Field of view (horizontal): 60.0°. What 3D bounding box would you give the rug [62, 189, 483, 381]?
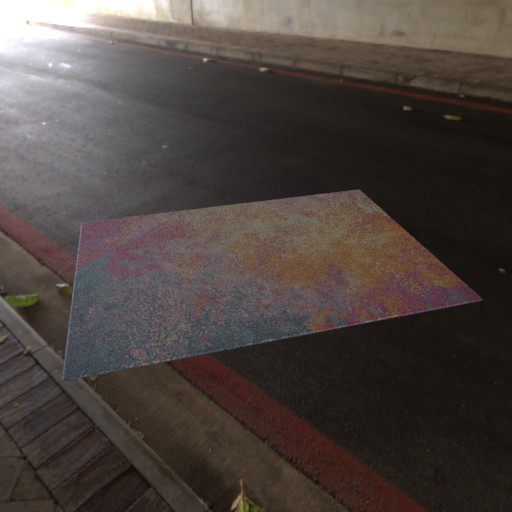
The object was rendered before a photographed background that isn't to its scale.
[{"bbox_3d":[0.000,0.000,3.715,2.896,0.013,2.007,-8,34,-13],"label":"rug"}]
